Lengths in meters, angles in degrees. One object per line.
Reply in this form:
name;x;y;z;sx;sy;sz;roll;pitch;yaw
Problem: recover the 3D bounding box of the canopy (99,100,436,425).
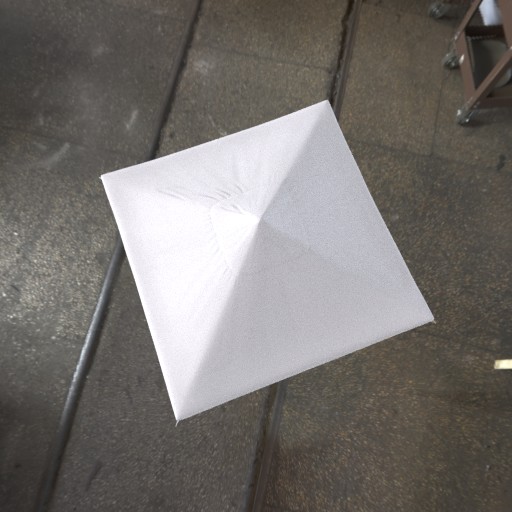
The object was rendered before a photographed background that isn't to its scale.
canopy;0.000;0.000;5.632;3.043;2.997;3.121;-20;75;-5
